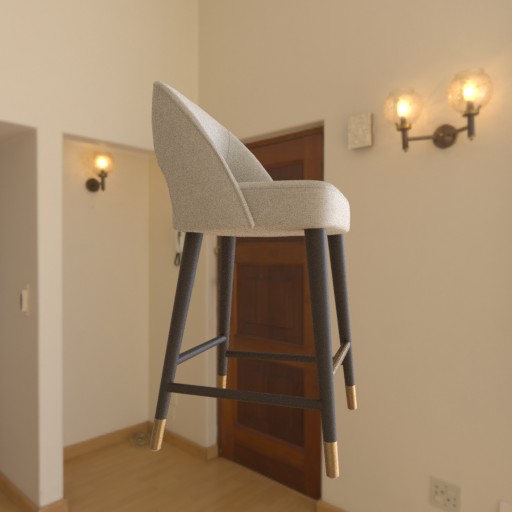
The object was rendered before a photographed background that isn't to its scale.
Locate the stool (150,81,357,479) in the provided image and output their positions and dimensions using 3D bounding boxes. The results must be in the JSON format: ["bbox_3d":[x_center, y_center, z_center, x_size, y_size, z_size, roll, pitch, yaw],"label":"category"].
[{"bbox_3d":[0.000,0.000,1.221,0.509,0.940,0.494,0,1,18],"label":"stool"}]
